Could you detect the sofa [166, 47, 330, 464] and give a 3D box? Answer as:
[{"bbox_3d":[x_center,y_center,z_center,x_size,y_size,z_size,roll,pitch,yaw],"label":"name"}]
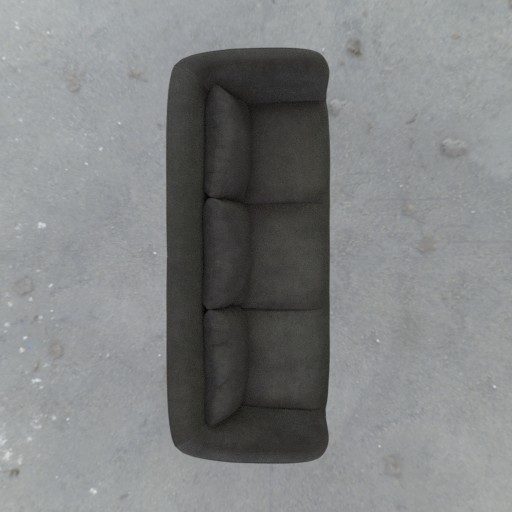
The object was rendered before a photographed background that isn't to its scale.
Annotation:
[{"bbox_3d":[0.000,0.000,2.744,0.956,0.875,2.296,0,91,0],"label":"sofa"}]
